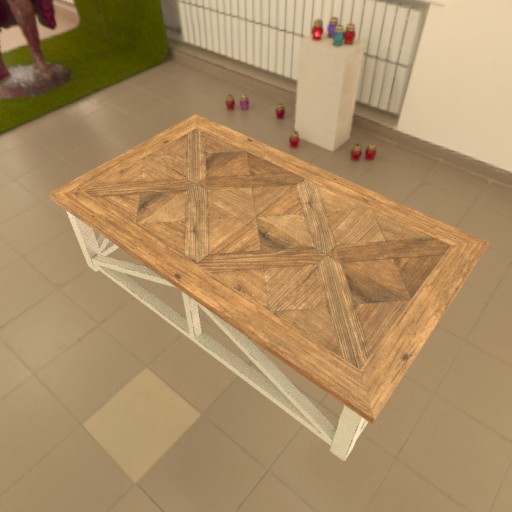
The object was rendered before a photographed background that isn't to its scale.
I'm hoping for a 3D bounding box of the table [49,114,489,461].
[{"bbox_3d":[0.000,0.000,1.749,1.400,0.410,0.800,30,53,26],"label":"table"}]
